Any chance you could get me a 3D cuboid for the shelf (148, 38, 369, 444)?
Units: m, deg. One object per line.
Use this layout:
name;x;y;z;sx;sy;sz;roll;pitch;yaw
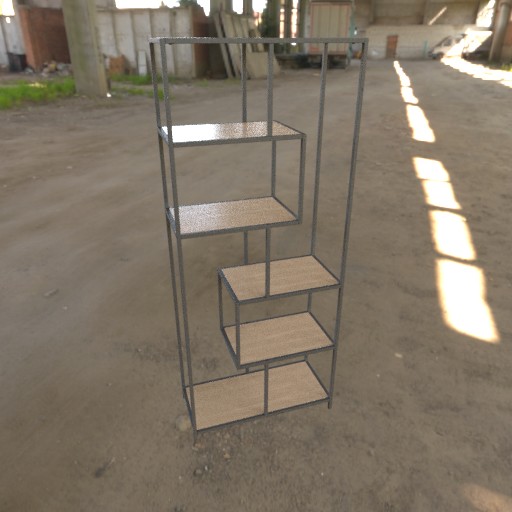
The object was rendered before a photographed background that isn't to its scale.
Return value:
shelf;0.000;0.000;2.095;0.770;1.850;0.350;-8;27;-16
